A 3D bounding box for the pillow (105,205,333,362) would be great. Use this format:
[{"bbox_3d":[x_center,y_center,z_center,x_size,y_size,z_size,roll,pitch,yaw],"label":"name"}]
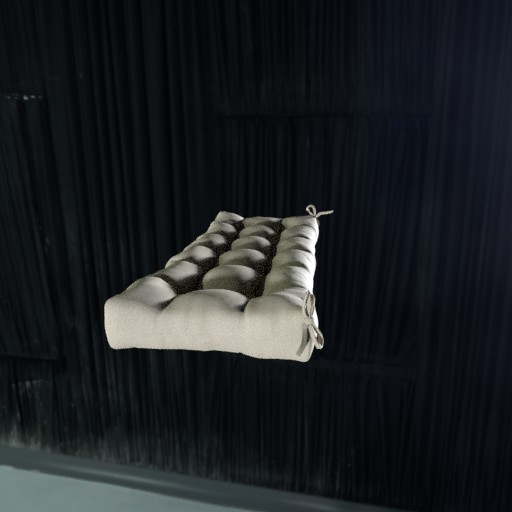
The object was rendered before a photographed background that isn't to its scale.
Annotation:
[{"bbox_3d":[0.000,0.000,1.415,0.511,0.174,1.194,2,16,8],"label":"pillow"}]
